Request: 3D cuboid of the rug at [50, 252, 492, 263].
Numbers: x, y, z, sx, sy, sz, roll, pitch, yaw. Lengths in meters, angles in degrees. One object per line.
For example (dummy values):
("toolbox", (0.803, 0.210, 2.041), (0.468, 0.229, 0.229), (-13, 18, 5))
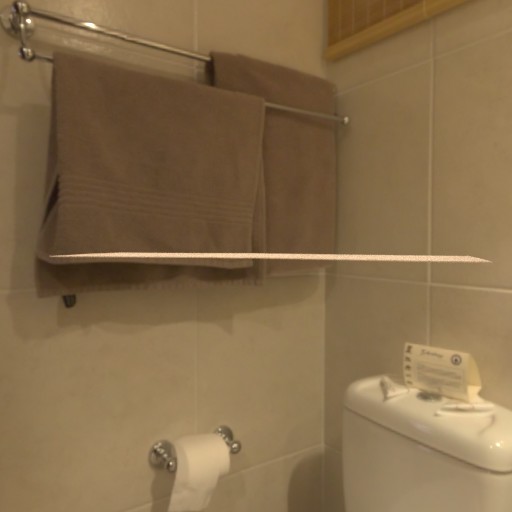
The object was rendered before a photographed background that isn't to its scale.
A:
("rug", (0.000, 0.000, 2.570), (2.346, 0.013, 0.712), (1, 2, 18))
